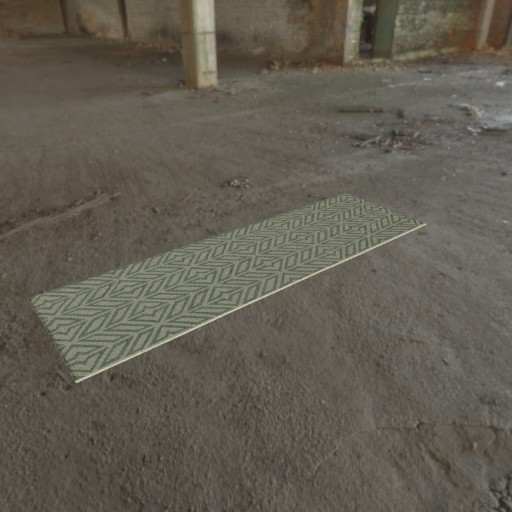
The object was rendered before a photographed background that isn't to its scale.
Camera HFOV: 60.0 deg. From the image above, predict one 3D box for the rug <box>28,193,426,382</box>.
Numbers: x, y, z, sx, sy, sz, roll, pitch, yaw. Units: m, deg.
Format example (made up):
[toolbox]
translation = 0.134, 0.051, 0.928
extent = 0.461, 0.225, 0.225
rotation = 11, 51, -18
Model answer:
[rug]
translation = 0.000, 0.000, 2.703
extent = 2.435, 0.009, 0.750
rotation = -21, 36, -32
